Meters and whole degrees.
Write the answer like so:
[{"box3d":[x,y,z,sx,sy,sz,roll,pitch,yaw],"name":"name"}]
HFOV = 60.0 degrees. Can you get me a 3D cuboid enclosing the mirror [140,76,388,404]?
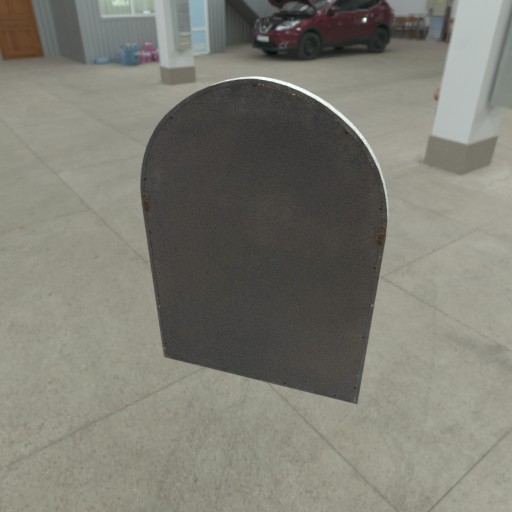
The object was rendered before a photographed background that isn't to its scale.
[{"box3d":[0.000,0.000,1.217,0.660,0.920,0.032,9,32,15],"name":"mirror"}]
